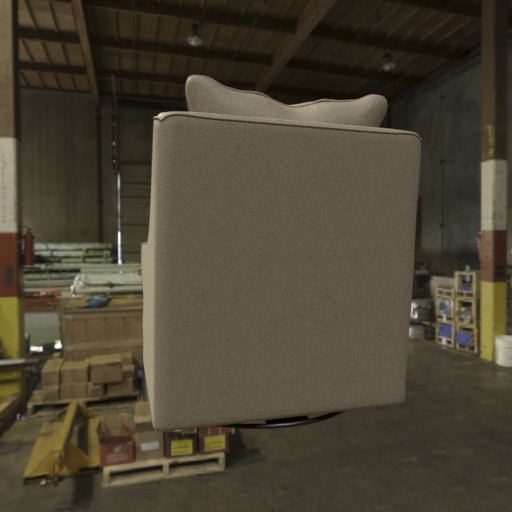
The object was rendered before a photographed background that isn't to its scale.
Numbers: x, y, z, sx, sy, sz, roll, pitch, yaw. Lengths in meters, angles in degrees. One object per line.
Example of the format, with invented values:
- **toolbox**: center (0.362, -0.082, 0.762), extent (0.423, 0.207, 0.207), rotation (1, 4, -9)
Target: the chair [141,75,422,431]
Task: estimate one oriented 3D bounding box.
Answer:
- **chair**: center (0.000, 0.000, 1.560), extent (0.760, 0.942, 0.876), rotation (0, 1, -16)
